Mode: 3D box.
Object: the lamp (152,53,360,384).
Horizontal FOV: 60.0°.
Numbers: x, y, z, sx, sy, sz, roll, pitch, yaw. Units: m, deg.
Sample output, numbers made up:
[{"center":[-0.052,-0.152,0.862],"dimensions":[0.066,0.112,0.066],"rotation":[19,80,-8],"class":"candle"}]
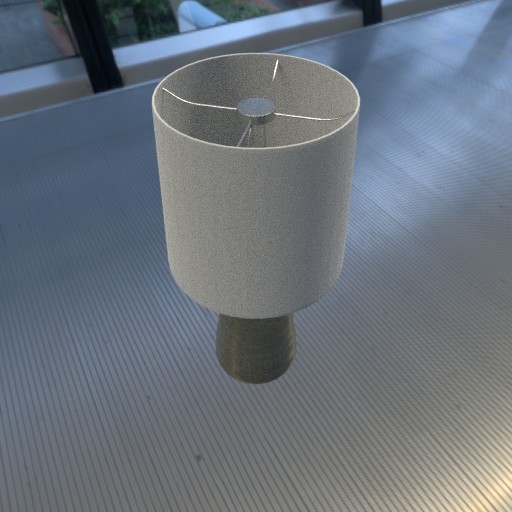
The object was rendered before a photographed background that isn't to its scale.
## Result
[{"center":[0.000,0.000,0.484],"dimensions":[0.186,0.369,0.186],"rotation":[0,45,0],"class":"lamp"}]
